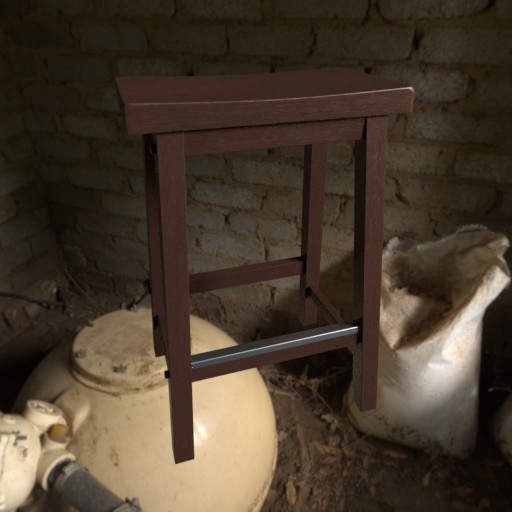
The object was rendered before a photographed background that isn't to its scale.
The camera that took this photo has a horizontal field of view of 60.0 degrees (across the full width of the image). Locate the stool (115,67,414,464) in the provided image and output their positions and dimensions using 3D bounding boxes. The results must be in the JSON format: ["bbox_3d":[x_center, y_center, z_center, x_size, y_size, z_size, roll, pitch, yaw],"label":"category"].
[{"bbox_3d":[0.000,0.000,0.822,0.406,0.610,0.322,-9,31,-16],"label":"stool"}]
